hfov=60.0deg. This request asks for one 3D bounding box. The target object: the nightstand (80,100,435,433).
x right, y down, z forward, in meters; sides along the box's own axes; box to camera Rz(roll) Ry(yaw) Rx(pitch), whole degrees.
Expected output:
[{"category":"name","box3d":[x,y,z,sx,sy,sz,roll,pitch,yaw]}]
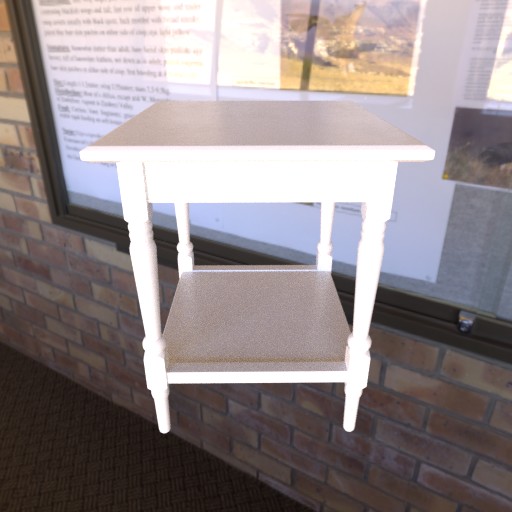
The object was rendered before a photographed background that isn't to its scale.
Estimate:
[{"category":"nightstand","box3d":[0.000,0.000,0.916,0.459,0.555,0.505,0,26,-1]}]
